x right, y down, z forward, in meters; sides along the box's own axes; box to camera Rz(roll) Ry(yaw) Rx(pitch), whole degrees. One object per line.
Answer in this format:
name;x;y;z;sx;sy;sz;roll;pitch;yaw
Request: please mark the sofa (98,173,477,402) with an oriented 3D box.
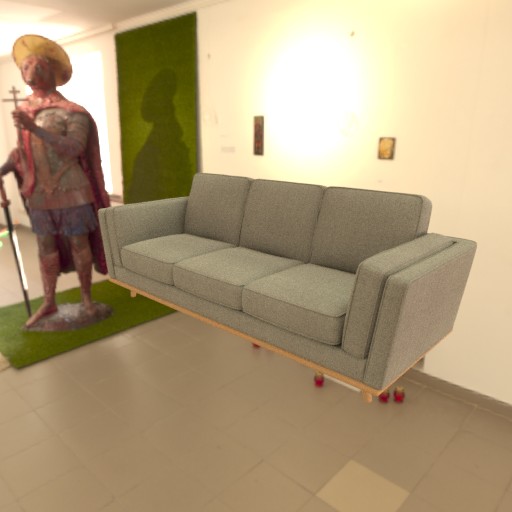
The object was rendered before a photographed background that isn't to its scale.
sofa;0.000;0.000;2.806;2.362;0.899;0.903;14;21;41
